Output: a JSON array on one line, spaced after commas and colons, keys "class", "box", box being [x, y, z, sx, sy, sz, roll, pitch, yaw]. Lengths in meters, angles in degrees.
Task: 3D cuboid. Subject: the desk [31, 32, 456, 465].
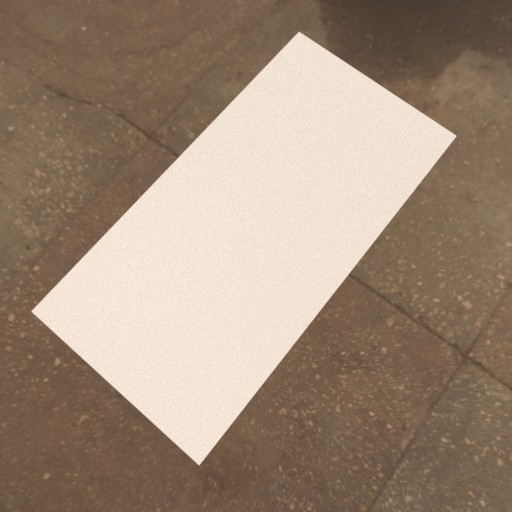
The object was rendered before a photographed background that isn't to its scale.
[{"class": "desk", "box": [0.000, 0.000, 1.532, 0.560, 0.735, 1.097, 38, 78, 10]}]
